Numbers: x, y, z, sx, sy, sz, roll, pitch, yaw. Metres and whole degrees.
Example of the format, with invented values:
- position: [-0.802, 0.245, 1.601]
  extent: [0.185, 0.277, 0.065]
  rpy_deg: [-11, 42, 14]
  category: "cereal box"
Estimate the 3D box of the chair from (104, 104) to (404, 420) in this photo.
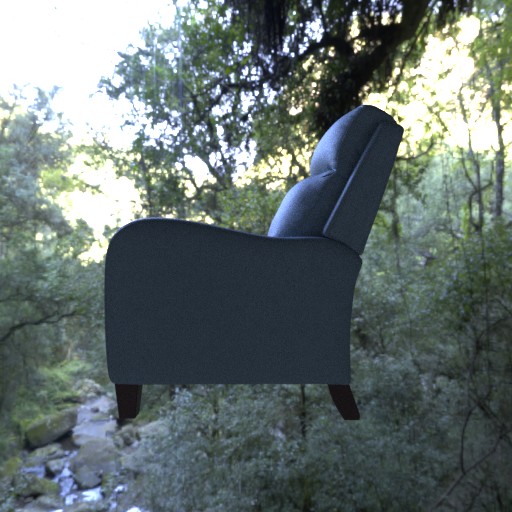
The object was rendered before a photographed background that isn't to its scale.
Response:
- position: [0.000, 0.000, 1.795]
  extent: [0.988, 1.067, 0.785]
  rpy_deg: [0, -1, 0]
  category: "chair"
